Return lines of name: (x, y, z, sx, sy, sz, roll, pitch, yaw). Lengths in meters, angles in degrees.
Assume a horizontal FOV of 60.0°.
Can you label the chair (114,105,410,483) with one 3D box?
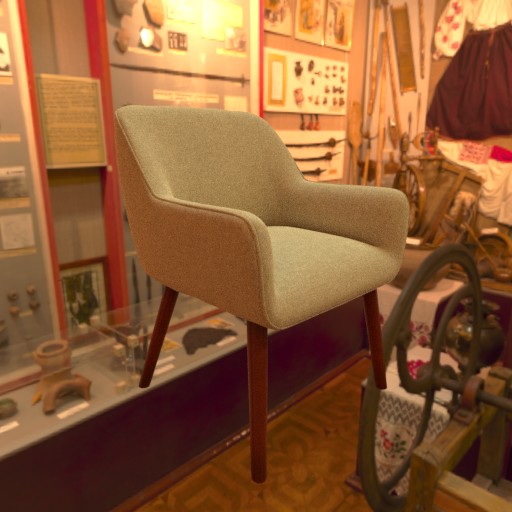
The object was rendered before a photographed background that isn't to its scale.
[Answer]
chair: (0.000, 0.000, 1.240, 0.610, 0.813, 0.610, -15, 21, -43)
